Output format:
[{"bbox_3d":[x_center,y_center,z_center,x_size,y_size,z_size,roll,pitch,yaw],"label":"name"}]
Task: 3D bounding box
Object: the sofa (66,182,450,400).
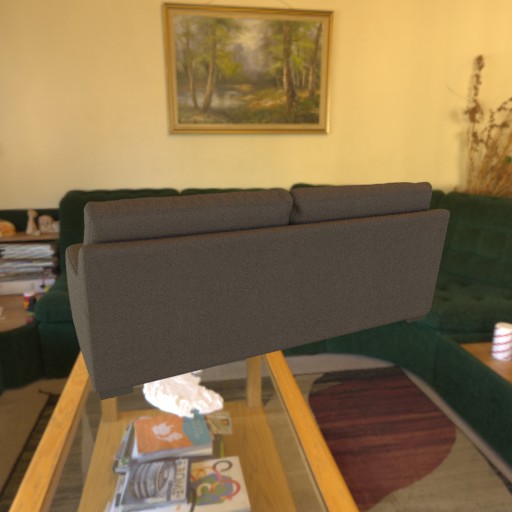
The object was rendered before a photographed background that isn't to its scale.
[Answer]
[{"bbox_3d":[0.000,0.000,2.870,2.271,0.950,1.140,-8,17,-26],"label":"sofa"}]
